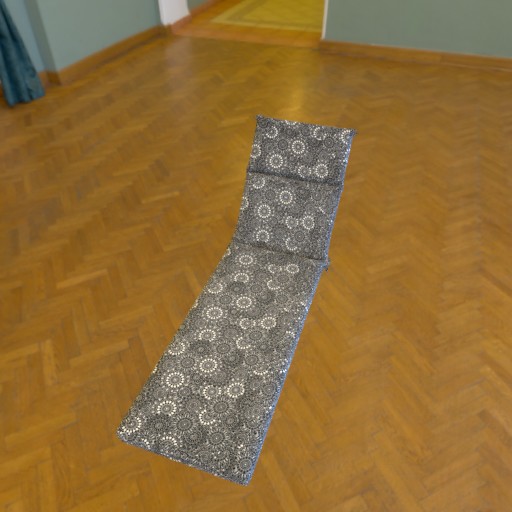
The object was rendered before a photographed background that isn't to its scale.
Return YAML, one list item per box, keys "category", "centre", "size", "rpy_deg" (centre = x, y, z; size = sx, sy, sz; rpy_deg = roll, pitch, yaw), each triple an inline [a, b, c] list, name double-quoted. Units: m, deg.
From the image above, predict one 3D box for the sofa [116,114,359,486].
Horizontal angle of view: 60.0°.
- category: "sofa"
  centre: [0.000, 0.000, 1.973]
  size: [0.582, 0.622, 1.663]
  rpy_deg: [13, 43, 14]
